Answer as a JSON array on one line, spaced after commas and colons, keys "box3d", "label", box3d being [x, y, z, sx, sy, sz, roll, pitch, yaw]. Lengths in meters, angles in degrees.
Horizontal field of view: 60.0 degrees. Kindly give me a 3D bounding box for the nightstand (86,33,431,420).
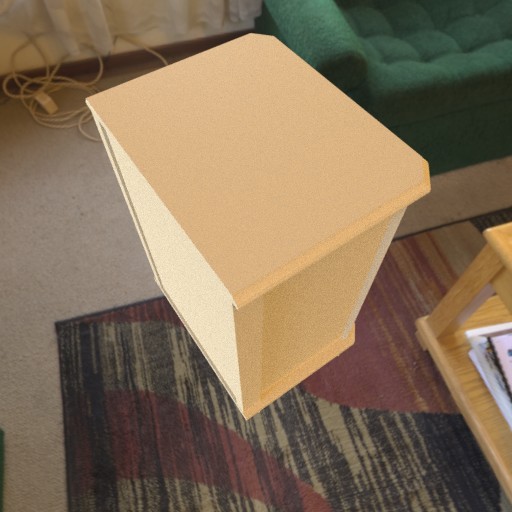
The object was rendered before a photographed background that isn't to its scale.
[{"box3d": [0.000, 0.000, 0.928, 0.351, 0.681, 0.435, -30, 62, -18], "label": "nightstand"}]
